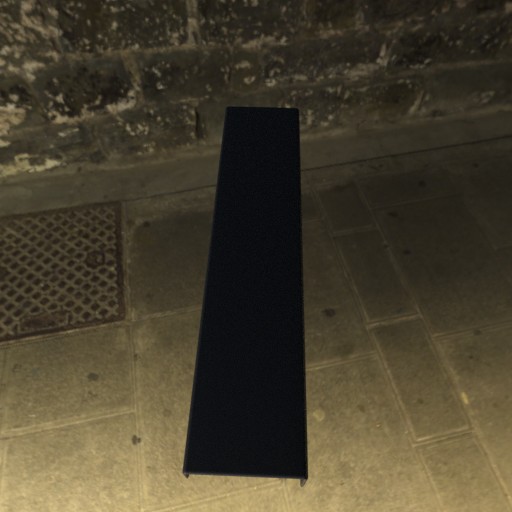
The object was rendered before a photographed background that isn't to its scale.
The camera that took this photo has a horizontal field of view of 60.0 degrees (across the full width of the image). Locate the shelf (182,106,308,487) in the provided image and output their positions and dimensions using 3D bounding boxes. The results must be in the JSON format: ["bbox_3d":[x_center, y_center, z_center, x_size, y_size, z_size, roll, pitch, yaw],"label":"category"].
[{"bbox_3d":[0.000,0.000,0.499,0.102,0.053,0.456,2,56,1],"label":"shelf"}]
